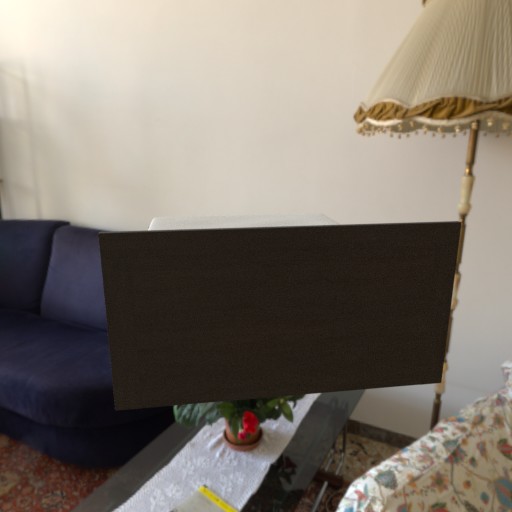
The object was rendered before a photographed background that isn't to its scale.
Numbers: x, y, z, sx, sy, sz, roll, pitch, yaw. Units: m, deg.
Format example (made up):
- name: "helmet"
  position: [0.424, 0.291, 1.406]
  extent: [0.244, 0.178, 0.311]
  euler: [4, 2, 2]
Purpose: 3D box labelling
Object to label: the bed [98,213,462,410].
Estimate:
- name: "bed"
  position: [0.000, 0.000, 2.988]
  extent: [1.585, 0.823, 2.073]
  euler: [-2, 16, -8]
